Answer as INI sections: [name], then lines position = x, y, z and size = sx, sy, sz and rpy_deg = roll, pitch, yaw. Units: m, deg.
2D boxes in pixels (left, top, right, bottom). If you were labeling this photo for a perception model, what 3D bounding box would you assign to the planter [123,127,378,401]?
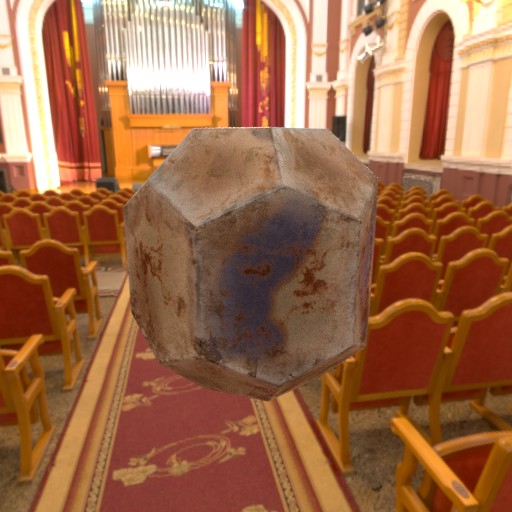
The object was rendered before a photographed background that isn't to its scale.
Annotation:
[planter]
position = 0.000, 0.000, 0.433
size = 0.243, 0.238, 0.221
rpy_deg = -2, 14, -9
